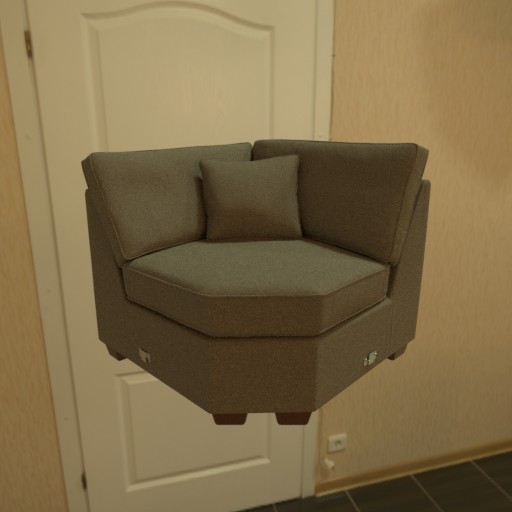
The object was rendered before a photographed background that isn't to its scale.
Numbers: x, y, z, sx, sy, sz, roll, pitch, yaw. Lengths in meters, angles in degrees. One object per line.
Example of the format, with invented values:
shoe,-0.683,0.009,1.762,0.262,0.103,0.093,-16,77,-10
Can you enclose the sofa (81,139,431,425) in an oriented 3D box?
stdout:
sofa,0.000,0.000,1.889,1.050,0.951,1.042,-15,21,-43
